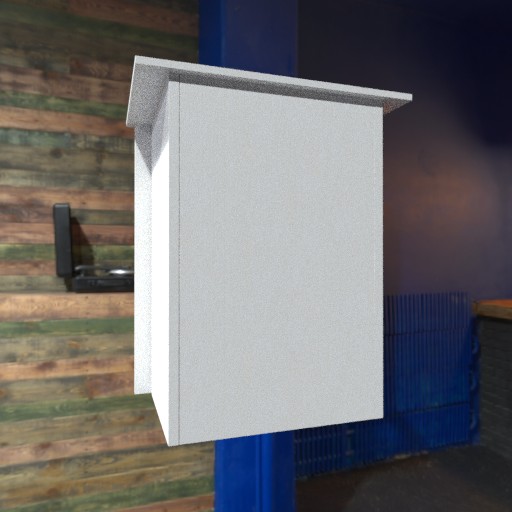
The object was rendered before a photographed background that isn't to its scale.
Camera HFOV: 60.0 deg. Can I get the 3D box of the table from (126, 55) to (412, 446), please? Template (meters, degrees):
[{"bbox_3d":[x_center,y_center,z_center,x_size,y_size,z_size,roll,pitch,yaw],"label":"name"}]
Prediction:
[{"bbox_3d":[0.000,0.000,1.074,0.589,0.711,0.406,0,0,-18],"label":"table"}]
